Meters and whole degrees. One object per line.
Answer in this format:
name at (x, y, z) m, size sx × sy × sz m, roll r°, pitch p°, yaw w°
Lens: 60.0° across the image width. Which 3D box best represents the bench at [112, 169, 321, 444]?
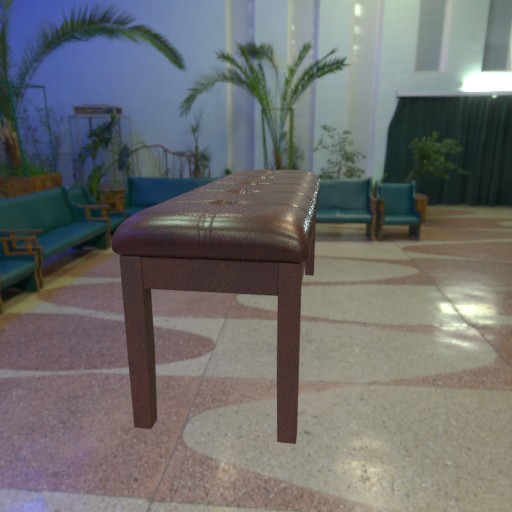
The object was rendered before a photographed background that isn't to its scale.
bench at (0.000, 0.000, 1.496) m, size 0.401 × 0.491 × 1.259 m, roll 2°, pitch 16°, yaw 9°
